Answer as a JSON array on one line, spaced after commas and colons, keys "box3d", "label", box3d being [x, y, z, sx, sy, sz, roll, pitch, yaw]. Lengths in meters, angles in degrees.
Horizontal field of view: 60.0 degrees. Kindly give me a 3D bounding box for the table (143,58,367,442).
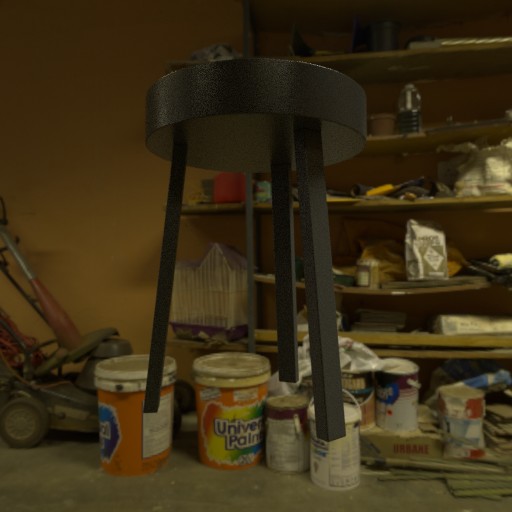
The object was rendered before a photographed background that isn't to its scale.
[{"box3d": [0.000, 0.000, 0.834, 0.406, 0.559, 0.406, 0, -1, 0], "label": "table"}]
